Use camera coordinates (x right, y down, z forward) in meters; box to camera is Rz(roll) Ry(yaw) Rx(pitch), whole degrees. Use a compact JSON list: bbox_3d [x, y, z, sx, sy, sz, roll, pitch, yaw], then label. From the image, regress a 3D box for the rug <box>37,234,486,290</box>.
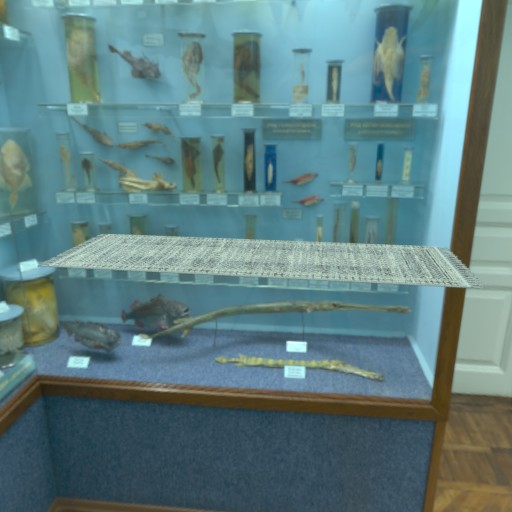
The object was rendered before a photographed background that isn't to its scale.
[{"bbox_3d":[0.000,0.000,2.759,2.480,0.013,0.786,2,17,8],"label":"rug"}]
